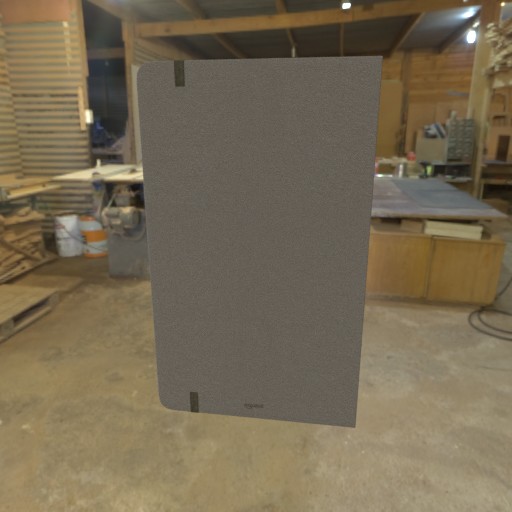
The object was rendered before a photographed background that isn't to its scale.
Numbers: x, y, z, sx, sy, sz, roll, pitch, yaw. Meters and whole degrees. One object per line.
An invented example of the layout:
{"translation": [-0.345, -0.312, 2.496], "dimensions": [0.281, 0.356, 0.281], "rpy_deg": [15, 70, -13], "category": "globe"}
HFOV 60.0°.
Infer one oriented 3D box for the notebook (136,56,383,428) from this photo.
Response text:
{"translation": [0.000, 0.000, 0.261], "dimensions": [0.127, 0.213, 0.016], "rpy_deg": [2, 17, 8], "category": "notebook"}
